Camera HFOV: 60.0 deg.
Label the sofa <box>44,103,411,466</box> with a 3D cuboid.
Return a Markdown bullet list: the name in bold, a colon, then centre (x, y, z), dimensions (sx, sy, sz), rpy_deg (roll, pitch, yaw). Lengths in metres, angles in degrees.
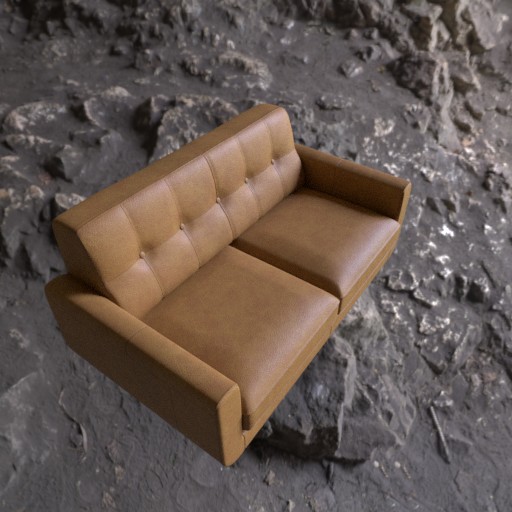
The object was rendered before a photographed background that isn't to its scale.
- **sofa**: centre (0.000, 0.000, 2.183), dimensions (0.952, 0.925, 1.651), rpy_deg (25, 47, 26)
